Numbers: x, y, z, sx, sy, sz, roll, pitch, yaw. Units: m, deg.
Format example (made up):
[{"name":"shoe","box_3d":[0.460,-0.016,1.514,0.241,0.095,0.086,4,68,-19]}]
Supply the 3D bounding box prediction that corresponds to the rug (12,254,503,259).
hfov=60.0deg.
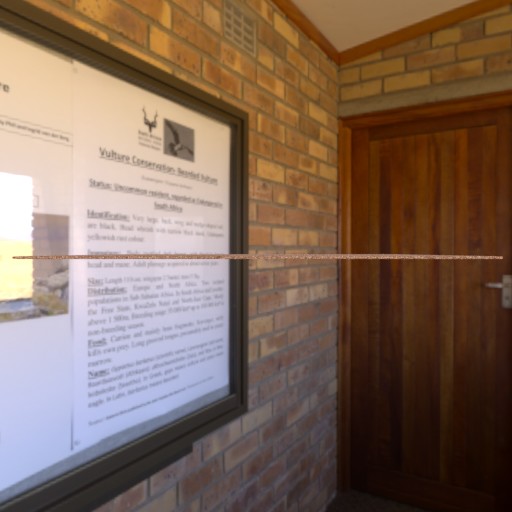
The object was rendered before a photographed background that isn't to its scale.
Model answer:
[{"name":"rug","box_3d":[0.000,0.000,2.673,2.141,0.013,1.566,0,1,0]}]
